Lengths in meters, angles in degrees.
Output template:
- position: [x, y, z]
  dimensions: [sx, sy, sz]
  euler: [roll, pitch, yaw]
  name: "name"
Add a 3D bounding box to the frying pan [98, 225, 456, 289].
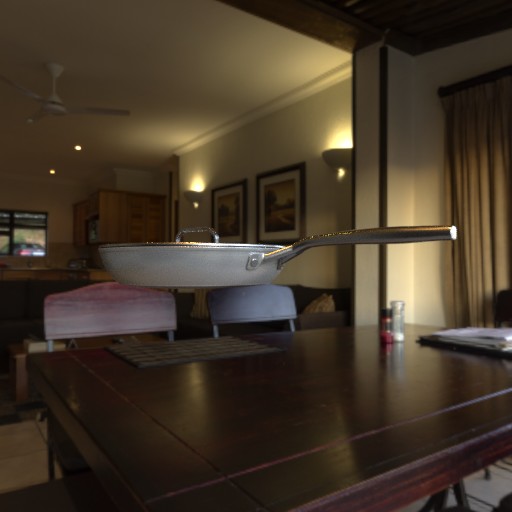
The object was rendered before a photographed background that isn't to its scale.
- position: [0.000, 0.000, 0.587]
  dimensions: [0.490, 0.086, 0.272]
  euler: [-1, -1, 36]
  name: "frying pan"
